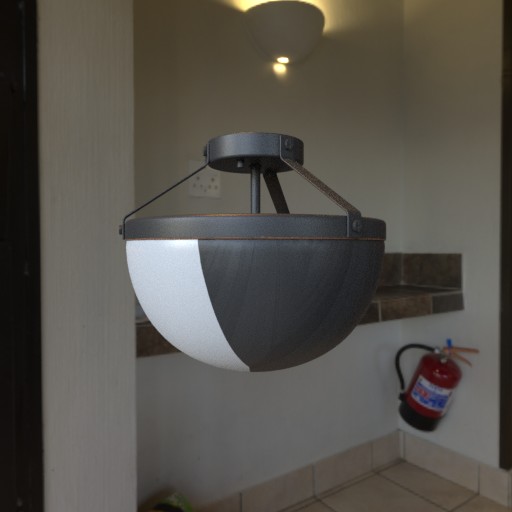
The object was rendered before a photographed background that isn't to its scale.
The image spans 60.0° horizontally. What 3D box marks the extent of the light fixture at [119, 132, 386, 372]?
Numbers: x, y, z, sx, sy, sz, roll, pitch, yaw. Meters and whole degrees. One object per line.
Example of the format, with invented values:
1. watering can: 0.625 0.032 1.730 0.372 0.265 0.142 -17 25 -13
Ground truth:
1. light fixture: 0.000 0.000 0.537 0.304 0.269 0.304 0 1 0
